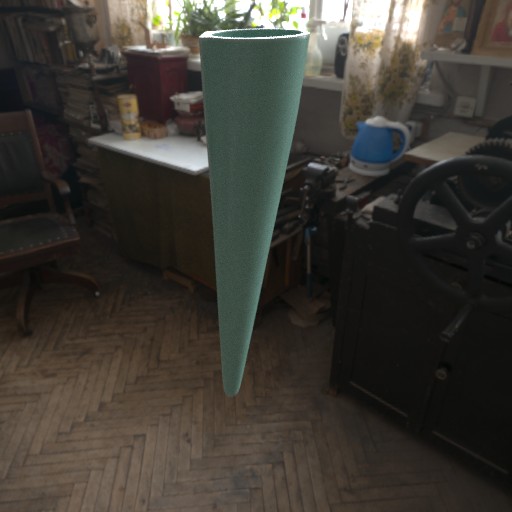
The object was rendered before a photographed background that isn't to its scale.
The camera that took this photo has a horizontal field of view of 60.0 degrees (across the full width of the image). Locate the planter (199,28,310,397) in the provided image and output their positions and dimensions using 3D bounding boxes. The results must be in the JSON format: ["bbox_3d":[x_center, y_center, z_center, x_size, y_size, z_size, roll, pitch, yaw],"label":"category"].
[{"bbox_3d":[0.000,0.000,0.296,0.055,0.268,0.054,0,32,1],"label":"planter"}]
